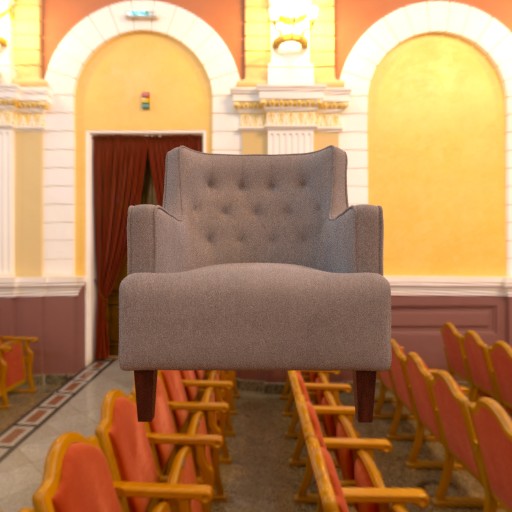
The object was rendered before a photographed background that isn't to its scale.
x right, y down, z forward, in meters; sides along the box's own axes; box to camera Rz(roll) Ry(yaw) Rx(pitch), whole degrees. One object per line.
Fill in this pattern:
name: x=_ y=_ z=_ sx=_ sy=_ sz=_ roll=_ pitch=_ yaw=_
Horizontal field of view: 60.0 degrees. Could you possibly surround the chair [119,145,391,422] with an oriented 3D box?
chair: x=0.000 y=0.000 z=1.626 sx=0.781 sy=0.919 sz=0.910 roll=0 pitch=1 yaw=0
